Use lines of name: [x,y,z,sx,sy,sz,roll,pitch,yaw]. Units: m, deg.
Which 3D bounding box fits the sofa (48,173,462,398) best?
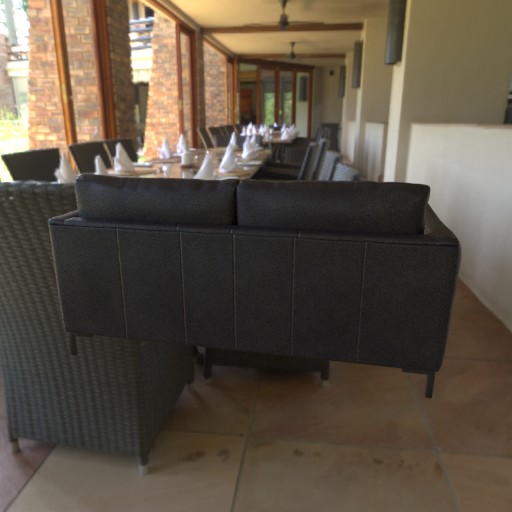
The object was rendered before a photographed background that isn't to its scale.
sofa: [0.000,0.000,2.302,1.805,0.883,0.947,3,17,10]
